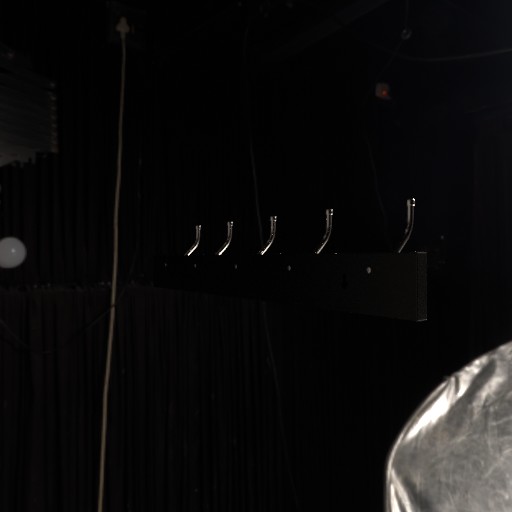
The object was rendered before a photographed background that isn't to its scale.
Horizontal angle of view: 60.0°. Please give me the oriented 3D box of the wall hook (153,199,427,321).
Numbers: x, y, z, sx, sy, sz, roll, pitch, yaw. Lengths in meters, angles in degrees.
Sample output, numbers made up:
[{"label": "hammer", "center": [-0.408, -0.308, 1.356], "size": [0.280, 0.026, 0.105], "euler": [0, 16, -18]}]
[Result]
[{"label": "wall hook", "center": [0.000, 0.000, 0.634], "size": [0.071, 0.117, 0.571], "euler": [0, 0, -36]}]
